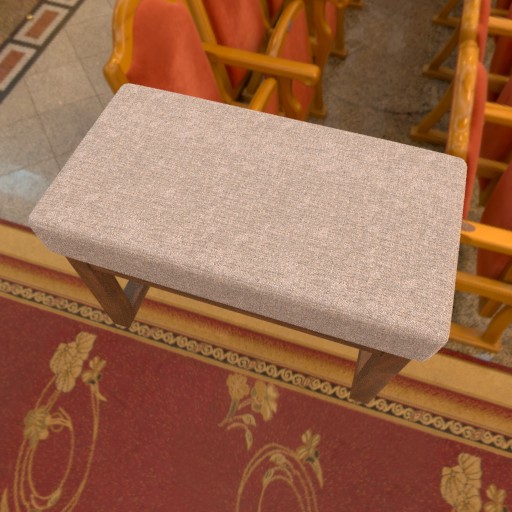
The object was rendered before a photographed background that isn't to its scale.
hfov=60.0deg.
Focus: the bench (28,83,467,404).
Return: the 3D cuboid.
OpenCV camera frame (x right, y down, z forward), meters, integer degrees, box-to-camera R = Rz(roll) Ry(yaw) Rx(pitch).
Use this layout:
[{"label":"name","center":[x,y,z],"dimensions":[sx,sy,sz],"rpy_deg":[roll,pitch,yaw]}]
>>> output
[{"label":"bench","center":[0.000,0.000,0.942],"dimensions":[0.681,0.467,0.366],"rpy_deg":[16,61,9]}]
